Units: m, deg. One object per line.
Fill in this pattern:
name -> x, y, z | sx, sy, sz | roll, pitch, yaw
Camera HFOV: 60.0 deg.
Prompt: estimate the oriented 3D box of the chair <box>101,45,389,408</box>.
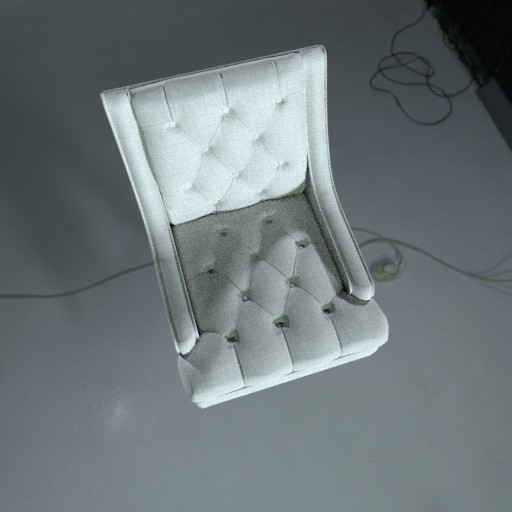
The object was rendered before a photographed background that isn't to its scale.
chair -> 0.000, 0.000, 1.442 | 0.658, 0.891, 0.772 | -15, 65, -7
